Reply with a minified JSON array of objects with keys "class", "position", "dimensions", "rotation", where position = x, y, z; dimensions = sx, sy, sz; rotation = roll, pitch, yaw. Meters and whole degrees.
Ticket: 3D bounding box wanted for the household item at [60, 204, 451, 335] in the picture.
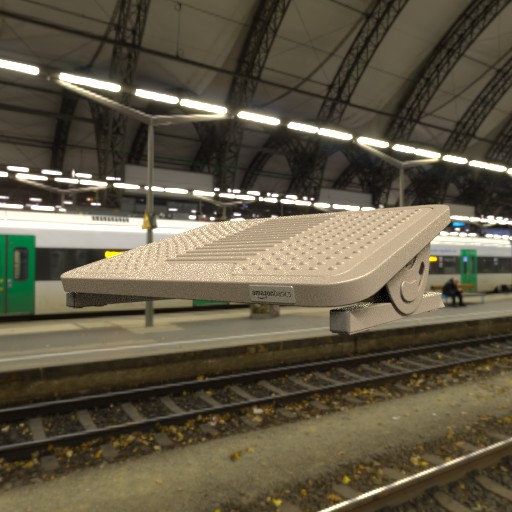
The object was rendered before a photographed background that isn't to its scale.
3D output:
[{"class":"household item","position":[0.000,0.000,0.534],"dimensions":[0.390,0.126,0.301],"rotation":[-1,-2,37]}]
